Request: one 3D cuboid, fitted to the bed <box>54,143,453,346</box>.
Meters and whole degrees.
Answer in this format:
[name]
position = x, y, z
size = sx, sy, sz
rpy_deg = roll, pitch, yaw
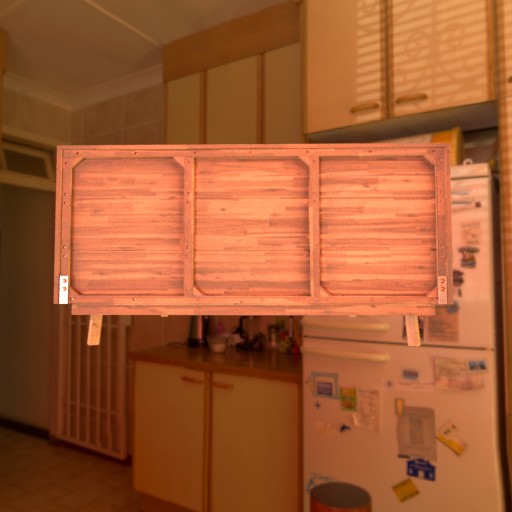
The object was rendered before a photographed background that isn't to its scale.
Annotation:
[bed]
position = 0.000, 0.000, 3.433
size = 2.116, 1.100, 2.167
rpy_deg = 0, -3, 1
